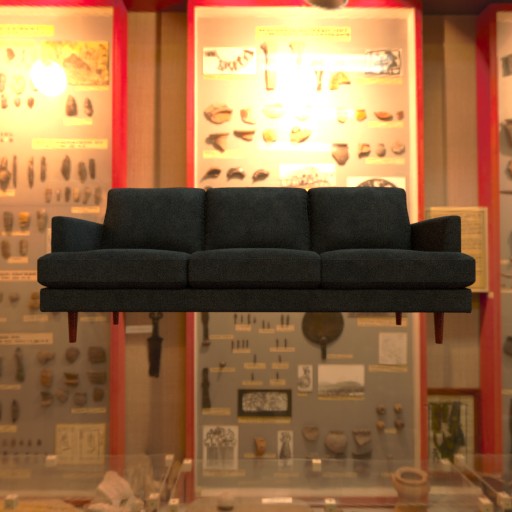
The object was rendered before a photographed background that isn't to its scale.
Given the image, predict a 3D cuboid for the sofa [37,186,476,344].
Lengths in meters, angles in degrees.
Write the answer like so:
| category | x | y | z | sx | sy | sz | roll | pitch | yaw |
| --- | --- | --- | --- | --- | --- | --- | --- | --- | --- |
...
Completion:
| category | x | y | z | sx | sy | sz | roll | pitch | yaw |
| --- | --- | --- | --- | --- | --- | --- | --- | --- | --- |
| sofa | 0.000 | 0.000 | 2.677 | 2.246 | 0.930 | 0.903 | 0 | -1 | 1 |
